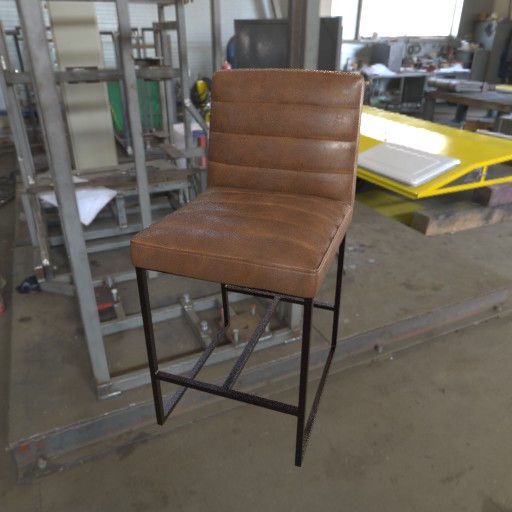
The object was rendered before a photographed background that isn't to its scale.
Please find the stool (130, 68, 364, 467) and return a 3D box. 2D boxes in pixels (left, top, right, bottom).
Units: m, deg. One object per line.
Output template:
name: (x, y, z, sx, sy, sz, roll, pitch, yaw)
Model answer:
stool: (0.000, 0.000, 1.251, 0.463, 0.942, 0.562, 9, 28, 17)
